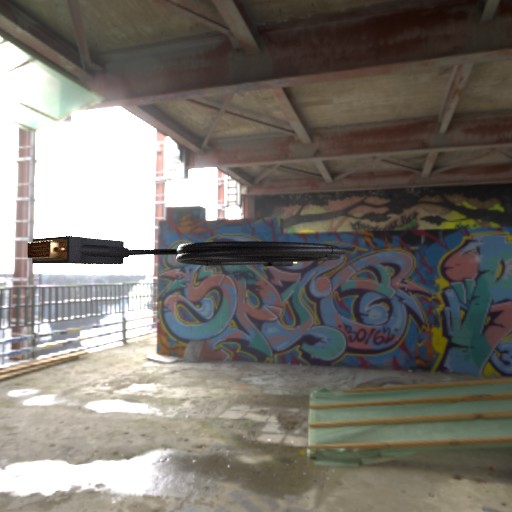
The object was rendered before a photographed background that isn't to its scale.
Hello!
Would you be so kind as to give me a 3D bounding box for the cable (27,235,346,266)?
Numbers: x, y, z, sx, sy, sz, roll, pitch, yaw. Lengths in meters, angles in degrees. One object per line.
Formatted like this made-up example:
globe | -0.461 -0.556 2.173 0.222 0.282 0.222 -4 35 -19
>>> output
cable | 0.000 0.000 0.332 0.136 0.015 0.281 -2 -3 36
